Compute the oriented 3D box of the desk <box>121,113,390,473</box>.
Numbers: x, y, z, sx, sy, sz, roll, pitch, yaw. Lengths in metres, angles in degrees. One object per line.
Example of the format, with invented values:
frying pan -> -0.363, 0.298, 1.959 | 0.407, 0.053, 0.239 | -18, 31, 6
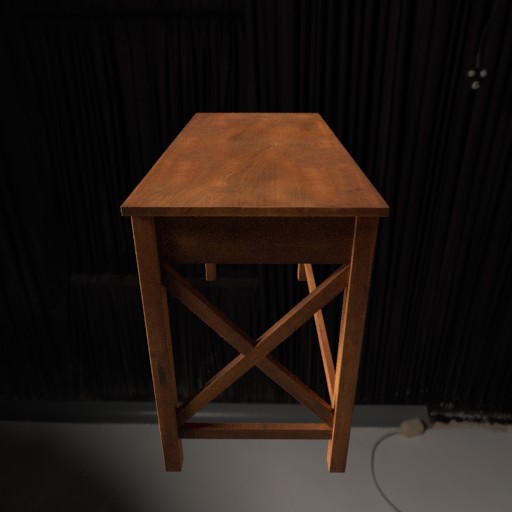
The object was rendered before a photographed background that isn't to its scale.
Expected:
desk -> 0.000, 0.000, 1.500 | 0.508, 0.762, 1.117 | 0, 26, 0
